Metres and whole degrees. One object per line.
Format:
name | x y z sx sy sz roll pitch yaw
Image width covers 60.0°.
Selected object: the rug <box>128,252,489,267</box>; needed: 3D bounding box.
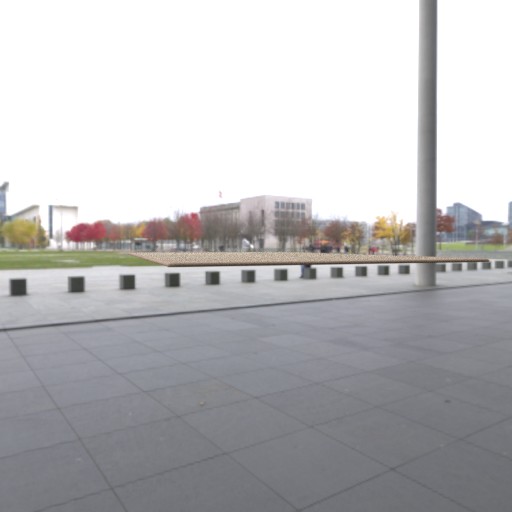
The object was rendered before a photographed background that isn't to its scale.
rug | 0.000 0.000 2.071 1.061 0.012 1.668 0 1 -20
